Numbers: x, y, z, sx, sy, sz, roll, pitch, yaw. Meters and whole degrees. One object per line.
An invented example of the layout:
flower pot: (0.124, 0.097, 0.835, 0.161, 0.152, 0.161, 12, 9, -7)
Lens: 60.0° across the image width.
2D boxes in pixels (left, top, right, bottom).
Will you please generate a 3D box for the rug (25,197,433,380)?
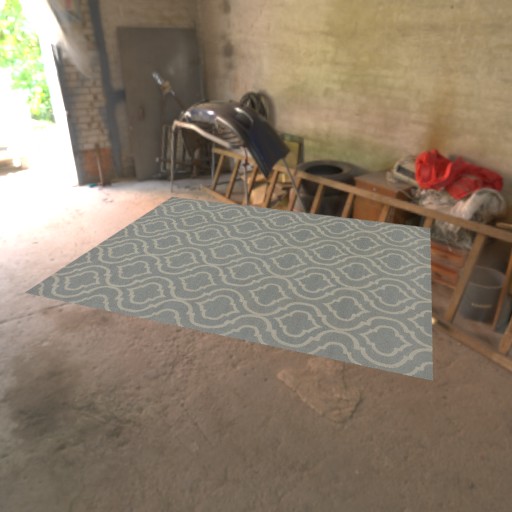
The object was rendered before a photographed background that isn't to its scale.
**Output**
rug: (0.000, 0.000, 3.882, 2.892, 0.006, 2.283, 9, 28, 17)
